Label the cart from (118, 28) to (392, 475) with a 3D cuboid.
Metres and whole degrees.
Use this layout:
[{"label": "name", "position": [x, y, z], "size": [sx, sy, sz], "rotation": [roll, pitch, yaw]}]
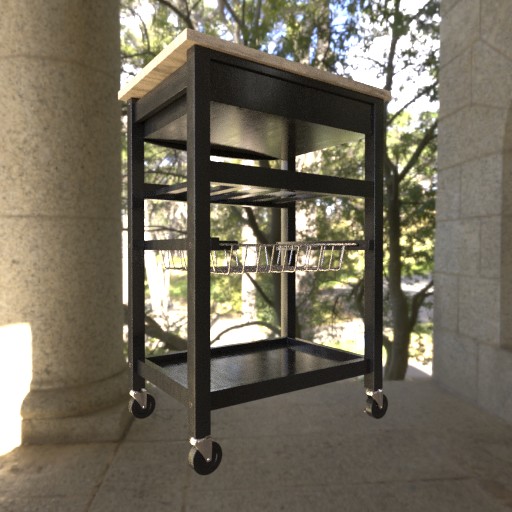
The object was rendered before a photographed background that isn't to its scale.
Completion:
[{"label": "cart", "position": [0.000, 0.000, 1.142], "size": [0.584, 0.839, 0.403], "rotation": [-1, 1, -35]}]
